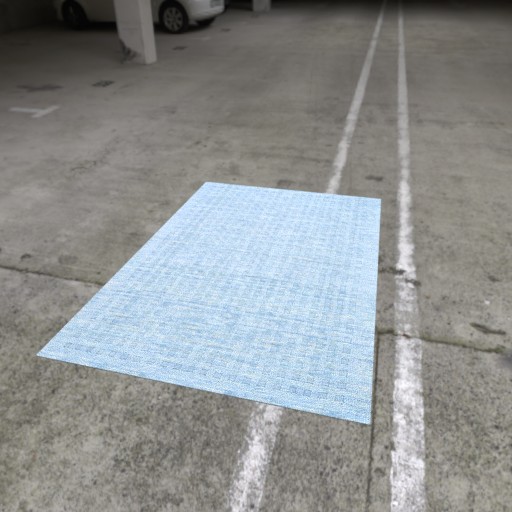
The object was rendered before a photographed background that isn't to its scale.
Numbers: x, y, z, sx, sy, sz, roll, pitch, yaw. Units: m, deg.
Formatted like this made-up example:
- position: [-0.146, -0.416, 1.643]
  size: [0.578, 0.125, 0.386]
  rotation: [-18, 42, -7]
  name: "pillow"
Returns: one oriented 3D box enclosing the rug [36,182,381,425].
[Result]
- position: [0.000, 0.000, 2.852]
  size: [1.522, 0.006, 2.286]
  rotation: [8, 31, 13]
  name: "rug"
